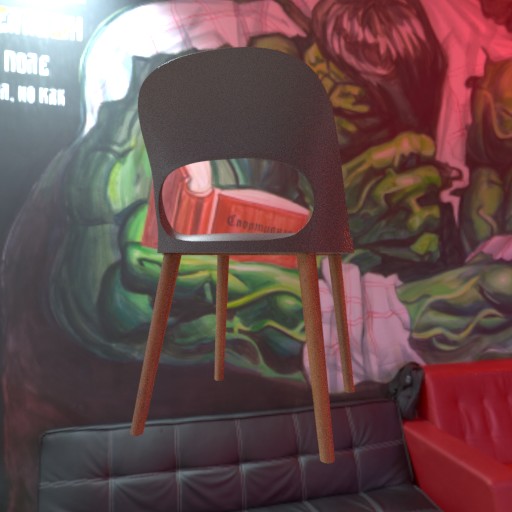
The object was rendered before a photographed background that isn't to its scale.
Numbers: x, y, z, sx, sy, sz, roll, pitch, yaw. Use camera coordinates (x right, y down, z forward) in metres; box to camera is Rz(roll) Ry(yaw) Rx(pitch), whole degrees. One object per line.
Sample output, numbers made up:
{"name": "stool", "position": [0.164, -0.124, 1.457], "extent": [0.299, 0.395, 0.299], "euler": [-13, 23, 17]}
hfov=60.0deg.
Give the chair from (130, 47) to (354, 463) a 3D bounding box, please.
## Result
{"name": "chair", "position": [0.000, 0.000, 1.118], "extent": [0.470, 0.795, 0.556], "euler": [0, 0, 18]}
